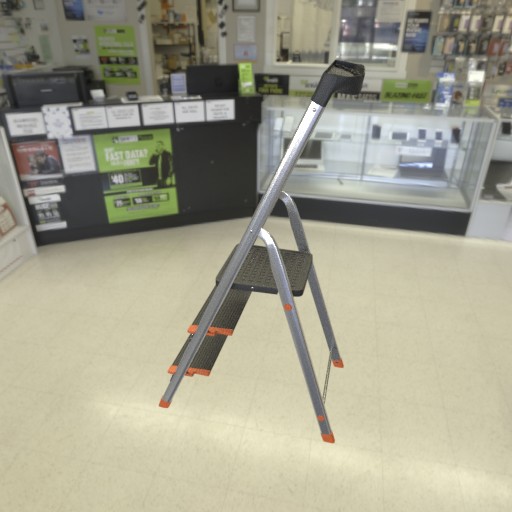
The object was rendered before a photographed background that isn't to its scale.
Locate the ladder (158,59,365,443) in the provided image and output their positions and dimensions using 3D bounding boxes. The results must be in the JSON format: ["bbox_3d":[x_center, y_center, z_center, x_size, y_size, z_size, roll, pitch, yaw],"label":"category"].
[{"bbox_3d":[0.000,0.000,1.531,0.686,1.229,0.416,7,31,12],"label":"ladder"}]
